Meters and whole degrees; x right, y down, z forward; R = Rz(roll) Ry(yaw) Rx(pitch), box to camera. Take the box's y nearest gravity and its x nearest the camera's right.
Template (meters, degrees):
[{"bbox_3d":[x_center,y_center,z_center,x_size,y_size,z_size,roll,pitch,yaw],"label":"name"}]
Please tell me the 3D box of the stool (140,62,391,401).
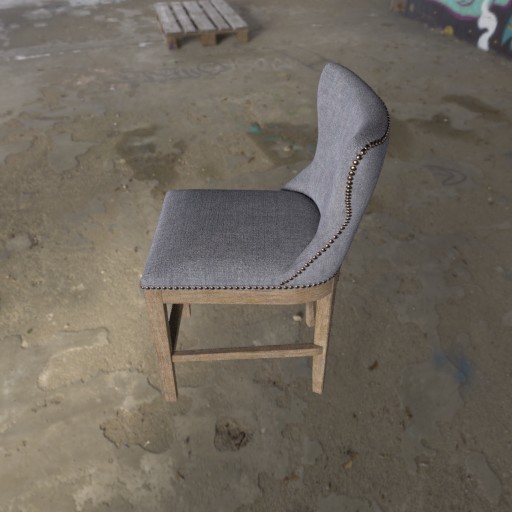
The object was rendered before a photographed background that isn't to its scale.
[{"bbox_3d":[0.000,0.000,1.331,0.608,0.981,0.498,0,42,0],"label":"stool"}]
